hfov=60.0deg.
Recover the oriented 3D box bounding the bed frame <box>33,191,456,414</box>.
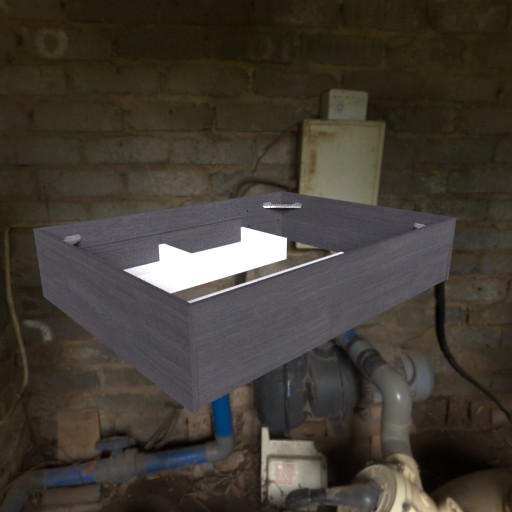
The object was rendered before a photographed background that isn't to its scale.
[{"bbox_3d":[0.000,0.000,2.587,1.944,0.459,1.448,-15,23,-41],"label":"bed frame"}]
